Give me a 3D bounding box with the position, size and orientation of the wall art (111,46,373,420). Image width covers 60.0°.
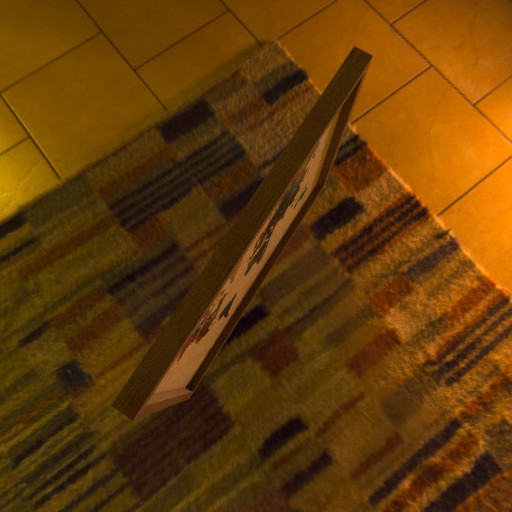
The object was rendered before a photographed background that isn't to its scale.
[{"bbox_3d":[0.000,0.000,1.790,0.070,1.009,1.320,31,77,8],"label":"wall art"}]
